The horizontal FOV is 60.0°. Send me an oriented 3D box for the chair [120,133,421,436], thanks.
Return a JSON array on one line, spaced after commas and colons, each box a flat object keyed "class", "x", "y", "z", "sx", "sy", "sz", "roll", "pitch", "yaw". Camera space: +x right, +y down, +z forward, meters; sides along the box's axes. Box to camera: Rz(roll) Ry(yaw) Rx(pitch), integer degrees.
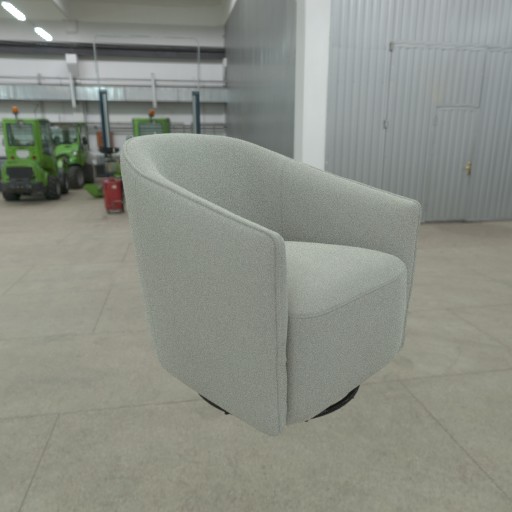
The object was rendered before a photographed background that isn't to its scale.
[{"class": "chair", "x": 0.000, "y": 0.000, "z": 1.488, "sx": 0.875, "sy": 0.799, "sz": 0.747, "roll": 14, "pitch": 20, "yaw": 43}]
